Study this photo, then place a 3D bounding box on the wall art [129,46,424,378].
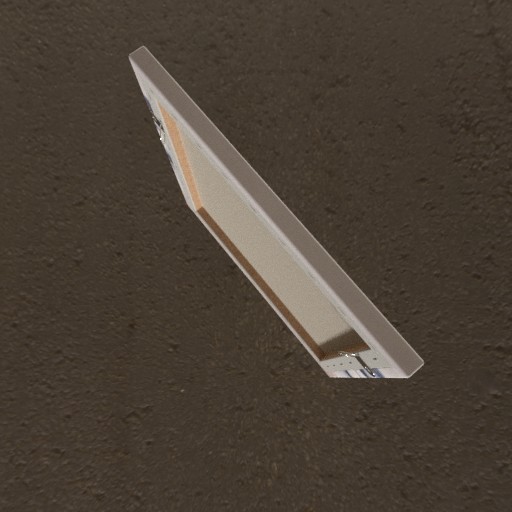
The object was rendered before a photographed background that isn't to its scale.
[{"bbox_3d":[0.000,0.000,1.117,0.065,0.747,0.755,-38,78,-10],"label":"wall art"}]
